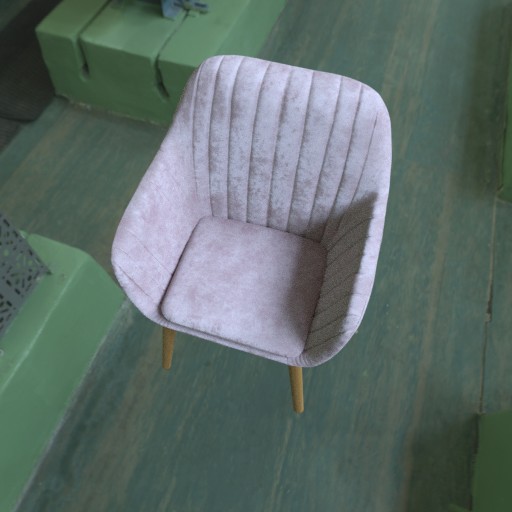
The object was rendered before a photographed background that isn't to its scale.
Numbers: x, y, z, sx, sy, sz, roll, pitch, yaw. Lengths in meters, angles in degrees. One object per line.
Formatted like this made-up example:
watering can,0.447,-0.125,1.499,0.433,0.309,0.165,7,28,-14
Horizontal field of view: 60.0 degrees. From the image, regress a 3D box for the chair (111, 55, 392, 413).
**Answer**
chair,0.000,0.000,1.242,0.610,0.832,0.570,15,60,9
